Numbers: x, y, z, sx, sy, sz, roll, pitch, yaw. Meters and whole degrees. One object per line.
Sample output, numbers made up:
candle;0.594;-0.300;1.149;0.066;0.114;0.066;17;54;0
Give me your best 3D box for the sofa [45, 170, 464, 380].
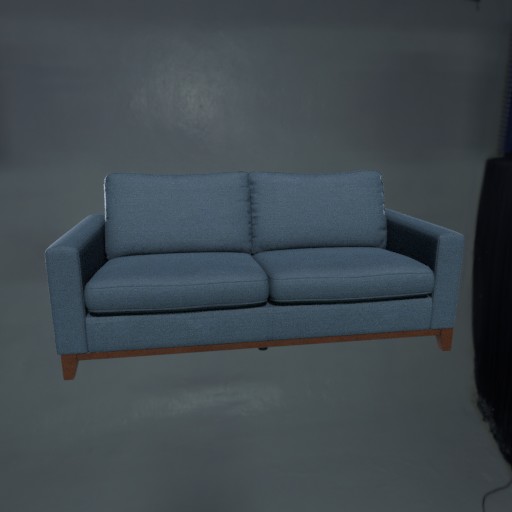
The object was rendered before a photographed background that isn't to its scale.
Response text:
sofa;0.000;0.000;2.387;1.900;0.865;0.877;-2;15;-9
